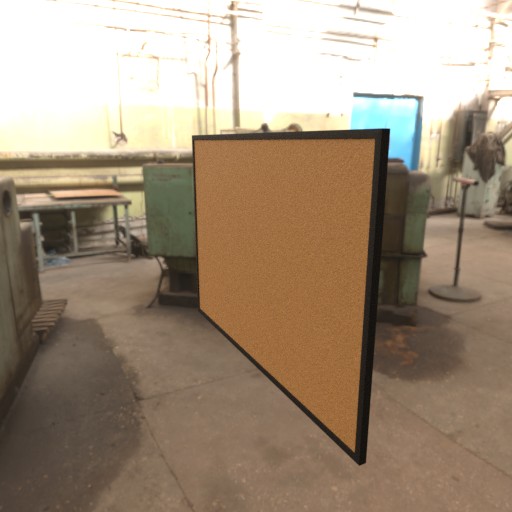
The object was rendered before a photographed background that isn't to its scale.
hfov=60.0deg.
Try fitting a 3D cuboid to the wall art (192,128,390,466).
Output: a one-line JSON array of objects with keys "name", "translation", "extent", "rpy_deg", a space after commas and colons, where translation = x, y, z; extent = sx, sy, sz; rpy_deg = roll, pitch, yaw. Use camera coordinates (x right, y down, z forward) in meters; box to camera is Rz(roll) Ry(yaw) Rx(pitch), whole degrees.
[{"name": "wall art", "translation": [0.000, 0.000, 0.858], "extent": [0.013, 0.458, 0.664], "rpy_deg": [-7, 16, -26]}]
